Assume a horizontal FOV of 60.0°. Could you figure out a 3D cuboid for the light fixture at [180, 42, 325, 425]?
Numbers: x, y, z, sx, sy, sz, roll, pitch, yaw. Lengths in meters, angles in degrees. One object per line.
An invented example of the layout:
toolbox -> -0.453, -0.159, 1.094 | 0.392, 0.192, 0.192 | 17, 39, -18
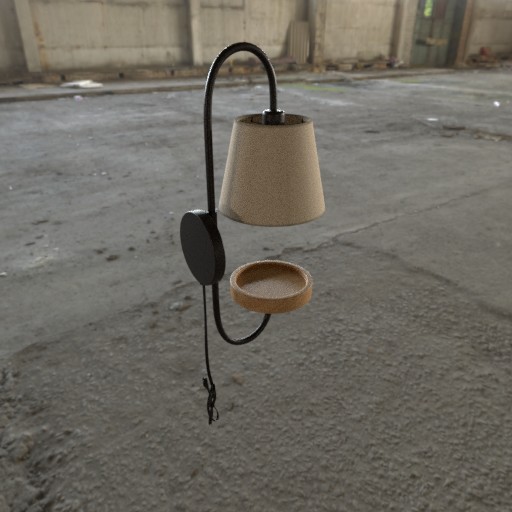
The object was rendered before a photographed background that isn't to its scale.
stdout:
light fixture -> 0.000, 0.000, 0.944 | 0.299, 0.821, 0.220 | -17, 31, -31
